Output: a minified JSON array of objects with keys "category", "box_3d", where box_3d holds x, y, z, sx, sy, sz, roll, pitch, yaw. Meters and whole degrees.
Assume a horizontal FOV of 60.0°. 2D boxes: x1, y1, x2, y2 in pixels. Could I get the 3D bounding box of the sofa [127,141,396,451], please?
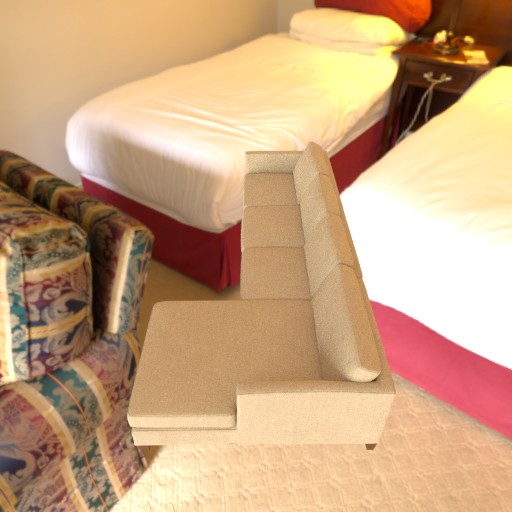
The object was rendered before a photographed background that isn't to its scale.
[{"category":"sofa","box_3d":[0.000,0.000,3.932,1.625,0.846,3.186,0,39,0]}]
